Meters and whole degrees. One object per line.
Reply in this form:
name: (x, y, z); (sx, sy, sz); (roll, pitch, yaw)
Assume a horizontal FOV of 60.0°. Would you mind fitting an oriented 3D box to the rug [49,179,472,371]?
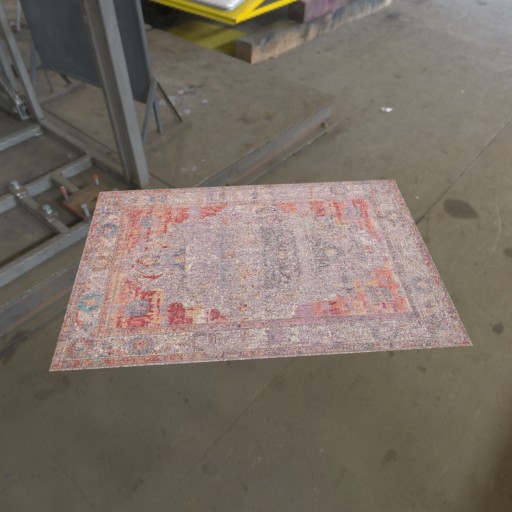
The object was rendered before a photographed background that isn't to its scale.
rug: (0.000, 0.000, 2.328); (1.829, 0.005, 1.219); (-3, 46, -3)
